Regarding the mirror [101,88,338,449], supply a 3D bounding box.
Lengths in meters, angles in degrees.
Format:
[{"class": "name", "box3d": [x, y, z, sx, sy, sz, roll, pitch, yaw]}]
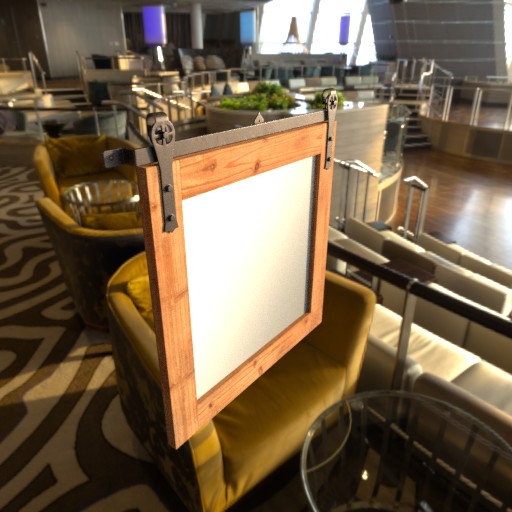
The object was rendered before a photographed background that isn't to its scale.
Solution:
[{"class": "mirror", "box3d": [0.000, 0.000, 1.185, 0.054, 0.800, 0.805, 18, 31, 34]}]
